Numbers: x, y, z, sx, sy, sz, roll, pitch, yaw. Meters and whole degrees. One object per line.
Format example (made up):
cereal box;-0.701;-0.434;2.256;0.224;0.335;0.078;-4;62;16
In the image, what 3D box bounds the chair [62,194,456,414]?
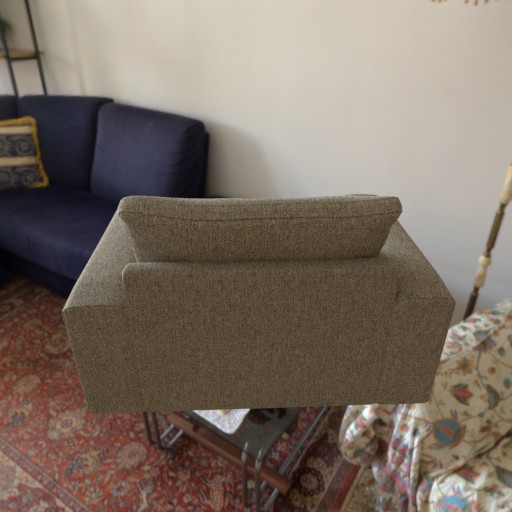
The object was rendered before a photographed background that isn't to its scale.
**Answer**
chair;0.000;0.000;2.052;1.398;0.915;1.039;-1;30;-2
